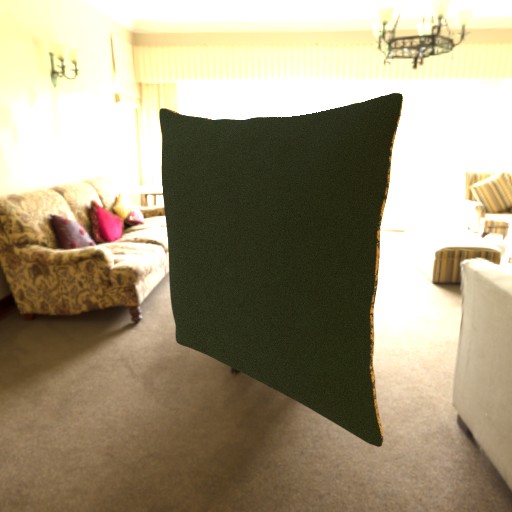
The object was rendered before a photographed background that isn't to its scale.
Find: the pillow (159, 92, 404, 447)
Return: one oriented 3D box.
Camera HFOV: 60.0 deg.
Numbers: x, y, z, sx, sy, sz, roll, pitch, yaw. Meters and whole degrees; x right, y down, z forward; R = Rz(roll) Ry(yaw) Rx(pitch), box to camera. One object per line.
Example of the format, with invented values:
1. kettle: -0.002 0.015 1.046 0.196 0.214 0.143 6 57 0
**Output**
1. pillow: 0.000 0.000 0.775 0.523 0.510 0.166 15 21 43
